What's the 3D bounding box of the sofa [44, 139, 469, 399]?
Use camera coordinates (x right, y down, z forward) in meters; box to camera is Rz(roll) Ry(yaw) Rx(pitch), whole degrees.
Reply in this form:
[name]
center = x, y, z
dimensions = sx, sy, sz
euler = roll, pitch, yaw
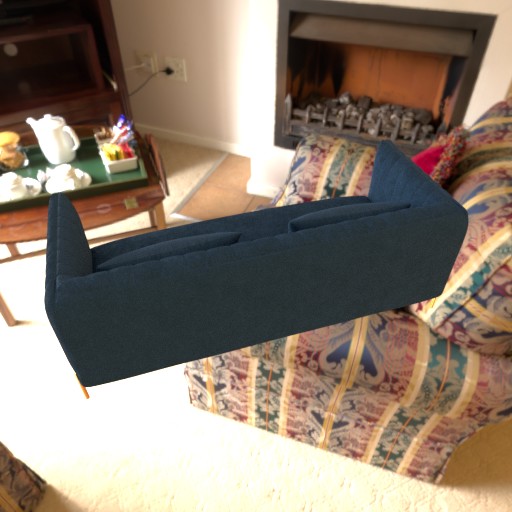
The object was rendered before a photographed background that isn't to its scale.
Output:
[sofa]
center = 0.000, 0.000, 2.564
dimensions = 2.136, 0.793, 0.896
euler = -12, 43, -13
